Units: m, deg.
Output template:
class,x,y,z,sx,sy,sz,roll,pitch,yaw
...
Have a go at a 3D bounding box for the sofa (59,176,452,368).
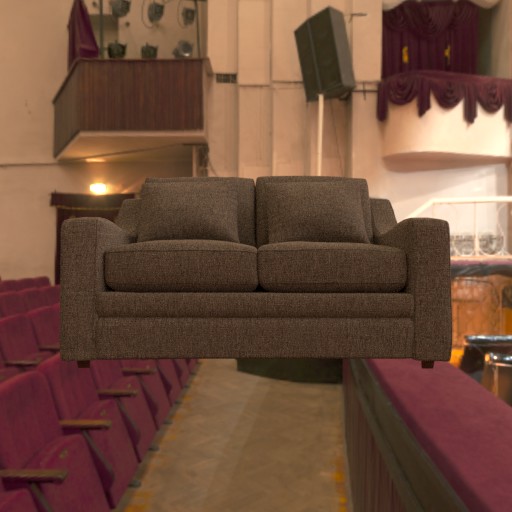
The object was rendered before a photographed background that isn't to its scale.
class,x,y,z,sx,sy,sz,roll,pitch,yaw
sofa,0.000,0.000,2.453,1.778,0.991,1.120,0,0,0
